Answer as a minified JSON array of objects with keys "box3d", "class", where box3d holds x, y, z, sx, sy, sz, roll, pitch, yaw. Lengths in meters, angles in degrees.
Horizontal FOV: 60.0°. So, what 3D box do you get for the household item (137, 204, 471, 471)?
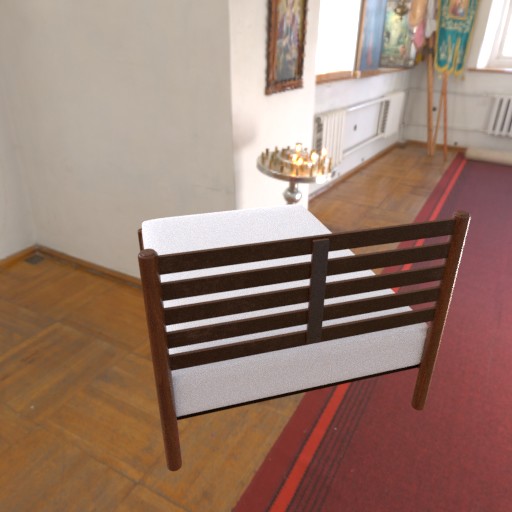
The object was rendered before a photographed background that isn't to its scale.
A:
[{"box3d":[0.000,0.000,3.300,1.663,1.356,2.232,-8,29,-14],"class":"household item"}]
